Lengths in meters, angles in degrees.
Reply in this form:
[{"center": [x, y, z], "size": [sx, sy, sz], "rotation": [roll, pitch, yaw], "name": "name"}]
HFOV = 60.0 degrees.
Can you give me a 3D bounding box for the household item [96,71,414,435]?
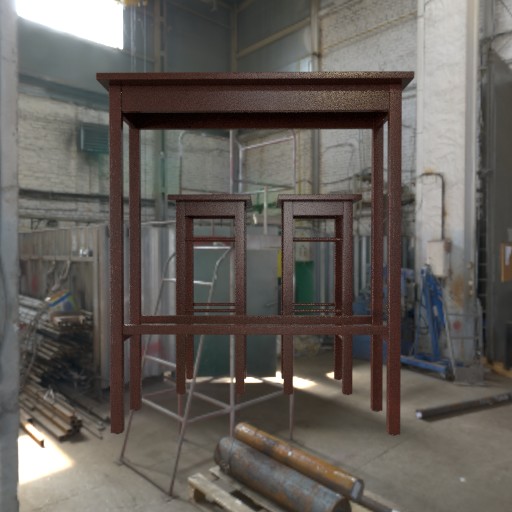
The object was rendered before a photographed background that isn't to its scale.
[{"center": [0.000, 0.000, 1.617], "size": [0.914, 1.067, 0.676], "rotation": [0, 1, 1], "name": "household item"}]
